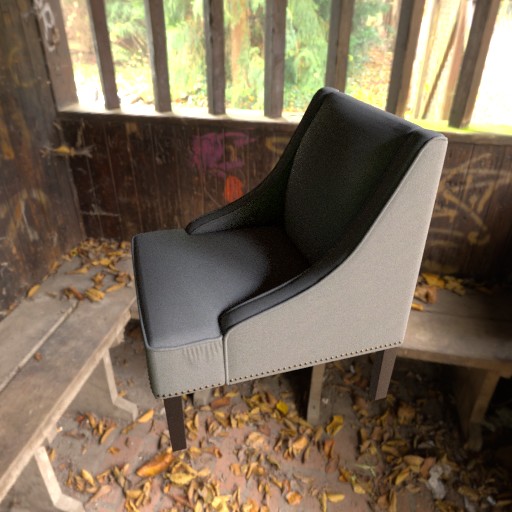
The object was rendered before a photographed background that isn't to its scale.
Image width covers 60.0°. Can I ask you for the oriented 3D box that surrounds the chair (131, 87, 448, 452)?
[{"bbox_3d":[0.000,0.000,1.383,0.747,0.867,0.631,-9,32,-14],"label":"chair"}]
